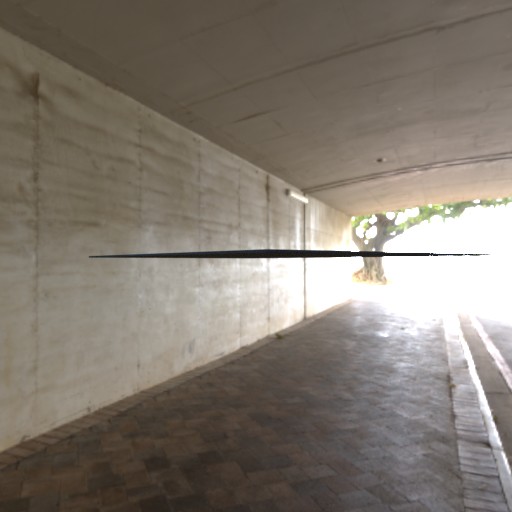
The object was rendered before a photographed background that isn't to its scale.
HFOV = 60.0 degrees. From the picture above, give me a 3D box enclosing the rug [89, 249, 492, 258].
[{"bbox_3d":[0.000,0.000,2.314,1.219,0.010,1.829,1,-1,-35],"label":"rug"}]
